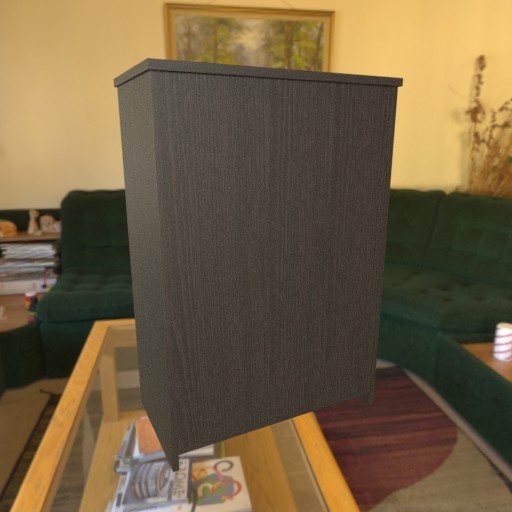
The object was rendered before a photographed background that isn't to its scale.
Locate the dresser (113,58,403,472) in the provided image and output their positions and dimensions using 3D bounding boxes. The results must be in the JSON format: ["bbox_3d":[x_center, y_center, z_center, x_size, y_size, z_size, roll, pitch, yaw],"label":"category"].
[{"bbox_3d":[0.000,0.000,1.365,0.704,1.020,0.399,-8,17,-26],"label":"dresser"}]
